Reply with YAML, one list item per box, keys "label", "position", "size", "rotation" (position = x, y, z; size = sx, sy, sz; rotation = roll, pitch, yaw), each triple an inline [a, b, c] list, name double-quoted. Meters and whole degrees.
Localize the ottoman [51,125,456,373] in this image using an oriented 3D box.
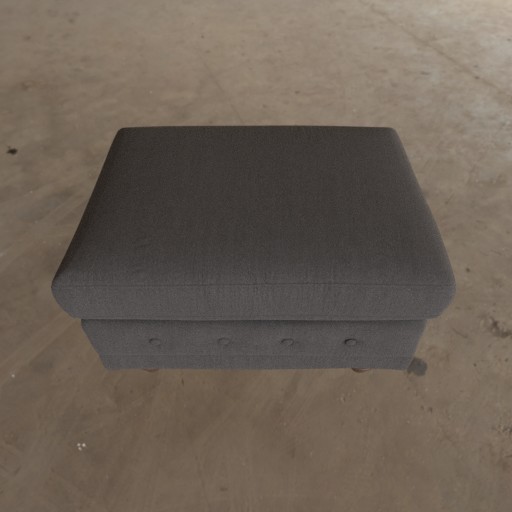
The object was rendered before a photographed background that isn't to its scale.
- label: "ottoman"
  position: [0.000, 0.000, 1.151]
  size: [0.771, 0.500, 0.569]
  rotation: [0, 47, 0]
